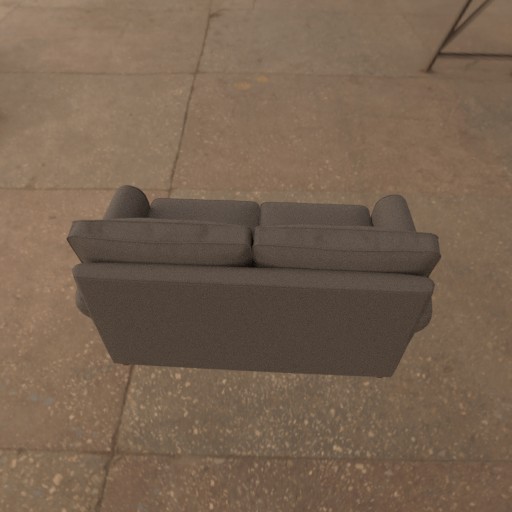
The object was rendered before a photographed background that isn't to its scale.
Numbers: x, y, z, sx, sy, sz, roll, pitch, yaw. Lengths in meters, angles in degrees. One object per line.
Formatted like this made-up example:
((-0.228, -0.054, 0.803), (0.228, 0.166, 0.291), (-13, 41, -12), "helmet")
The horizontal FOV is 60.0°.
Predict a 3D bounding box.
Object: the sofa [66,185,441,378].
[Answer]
((0.000, 0.000, 2.343), (1.665, 0.937, 0.964), (2, 47, 2), "sofa")
